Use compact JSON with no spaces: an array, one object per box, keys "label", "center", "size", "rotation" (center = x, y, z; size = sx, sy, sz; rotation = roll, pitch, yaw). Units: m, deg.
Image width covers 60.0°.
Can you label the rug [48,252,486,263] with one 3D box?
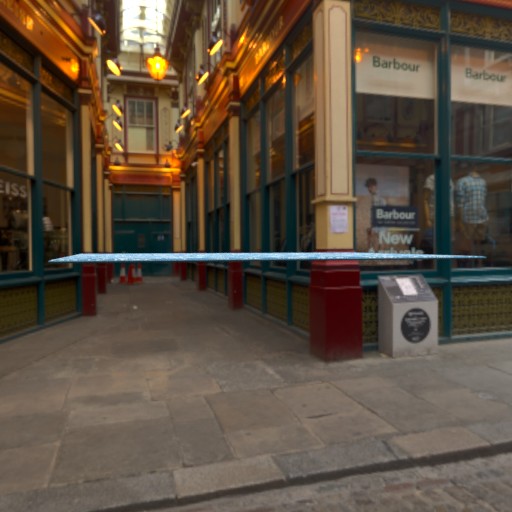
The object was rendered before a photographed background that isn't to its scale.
[{"label":"rug","center":[0.000,0.000,2.330],"size":[1.833,0.012,1.211],"rotation":[0,1,-17]}]
